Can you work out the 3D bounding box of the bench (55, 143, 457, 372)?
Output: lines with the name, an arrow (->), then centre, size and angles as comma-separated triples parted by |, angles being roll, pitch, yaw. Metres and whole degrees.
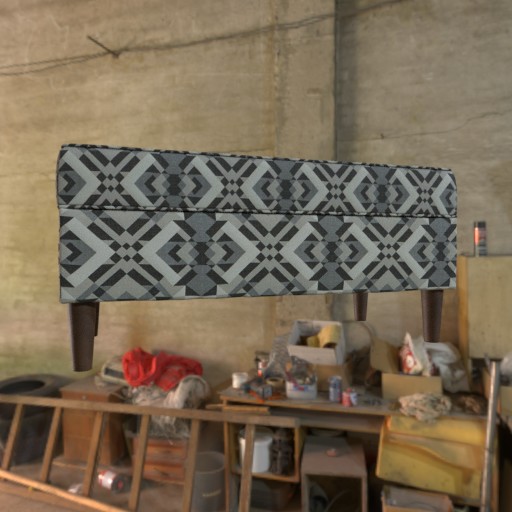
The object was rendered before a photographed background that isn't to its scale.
bench -> 0.000, 0.000, 1.274 | 1.016, 0.477, 0.492 | 0, 1, -18
